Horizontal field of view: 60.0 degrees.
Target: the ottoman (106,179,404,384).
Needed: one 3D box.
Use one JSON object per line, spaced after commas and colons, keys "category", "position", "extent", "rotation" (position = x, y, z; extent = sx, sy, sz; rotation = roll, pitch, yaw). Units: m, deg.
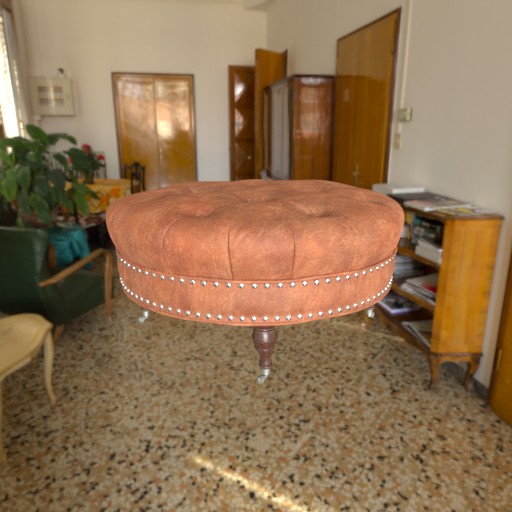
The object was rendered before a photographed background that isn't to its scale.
{"category": "ottoman", "position": [0.000, 0.000, 1.424], "extent": [0.901, 0.444, 0.901], "rotation": [0, 16, 0]}
